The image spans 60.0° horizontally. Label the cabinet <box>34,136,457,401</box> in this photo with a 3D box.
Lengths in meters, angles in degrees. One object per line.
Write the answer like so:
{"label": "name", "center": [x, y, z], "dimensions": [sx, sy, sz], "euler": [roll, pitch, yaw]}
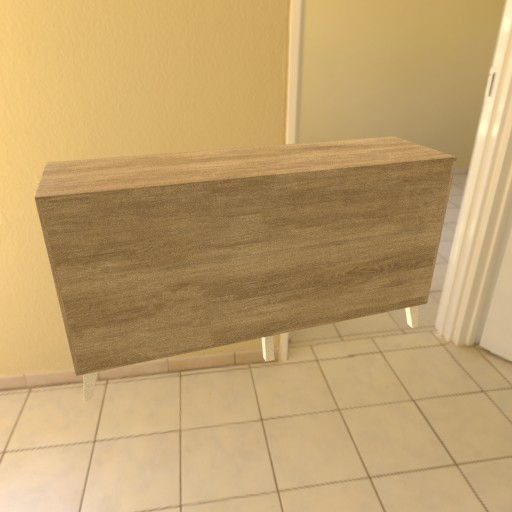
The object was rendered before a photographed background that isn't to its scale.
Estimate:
{"label": "cabinet", "center": [0.000, 0.000, 1.987], "dimensions": [1.600, 0.870, 0.450], "euler": [-9, 28, -17]}
